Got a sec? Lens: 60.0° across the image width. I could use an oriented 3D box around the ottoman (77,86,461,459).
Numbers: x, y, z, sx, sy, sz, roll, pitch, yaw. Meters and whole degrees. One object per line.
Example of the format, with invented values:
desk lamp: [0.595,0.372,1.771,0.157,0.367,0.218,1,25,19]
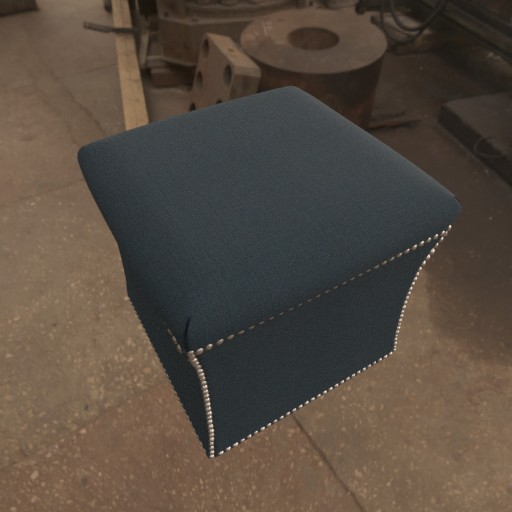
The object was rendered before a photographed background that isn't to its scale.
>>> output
ottoman: [0.000,0.000,0.898,0.507,0.475,0.497,-23,50,-21]
